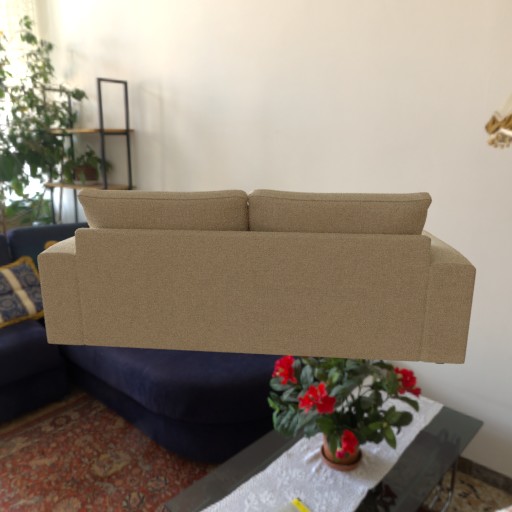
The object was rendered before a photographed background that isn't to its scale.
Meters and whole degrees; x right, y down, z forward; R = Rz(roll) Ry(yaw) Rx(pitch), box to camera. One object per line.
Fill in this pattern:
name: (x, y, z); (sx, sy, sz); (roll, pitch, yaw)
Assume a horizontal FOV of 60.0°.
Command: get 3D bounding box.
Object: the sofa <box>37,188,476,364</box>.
sofa: (0.000, 0.000, 2.820); (2.299, 0.922, 1.040); (2, 14, 6)
